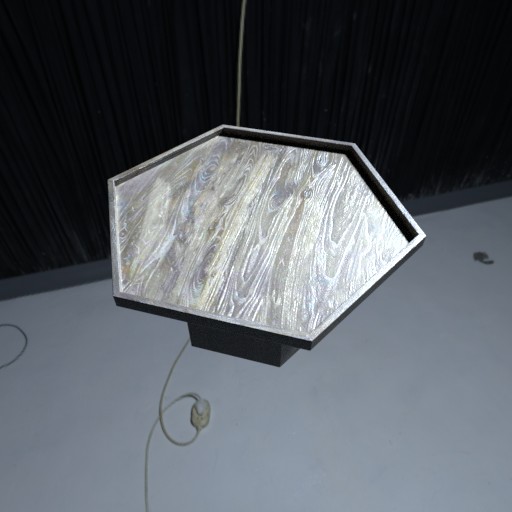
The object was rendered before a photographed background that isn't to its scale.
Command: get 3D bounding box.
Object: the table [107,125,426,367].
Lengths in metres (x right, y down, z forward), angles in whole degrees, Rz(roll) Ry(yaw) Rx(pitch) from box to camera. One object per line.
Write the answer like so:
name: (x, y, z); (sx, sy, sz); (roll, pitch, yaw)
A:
table: (0.000, 0.000, 1.676); (0.966, 0.488, 1.115); (-11, 47, -10)
